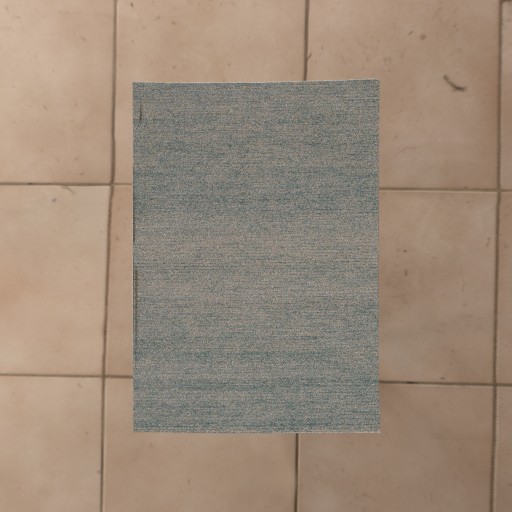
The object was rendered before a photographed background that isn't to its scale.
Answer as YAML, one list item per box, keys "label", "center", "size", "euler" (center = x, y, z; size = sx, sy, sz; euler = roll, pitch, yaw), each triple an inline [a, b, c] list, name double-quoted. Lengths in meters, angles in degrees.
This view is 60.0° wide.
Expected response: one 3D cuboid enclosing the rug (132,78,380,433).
- label: "rug"
  center: [0.000, 0.000, 2.881]
  size: [1.613, 0.030, 2.306]
  euler: [0, 90, 0]
